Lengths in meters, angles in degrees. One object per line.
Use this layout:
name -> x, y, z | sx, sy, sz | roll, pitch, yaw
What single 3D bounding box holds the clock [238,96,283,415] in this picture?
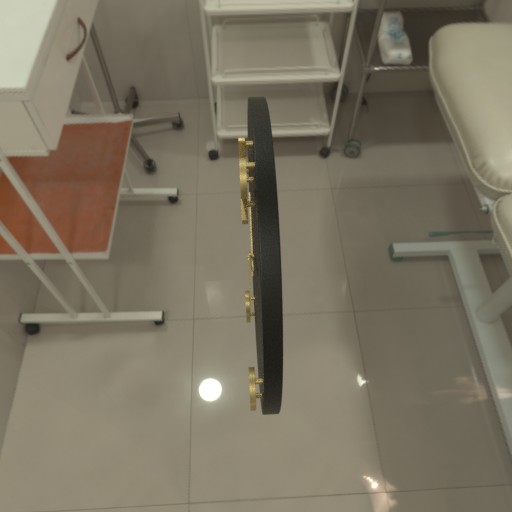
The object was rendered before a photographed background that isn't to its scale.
clock -> 0.000, 0.000, 0.672 | 0.038, 0.454, 0.454 | -3, 58, -2
